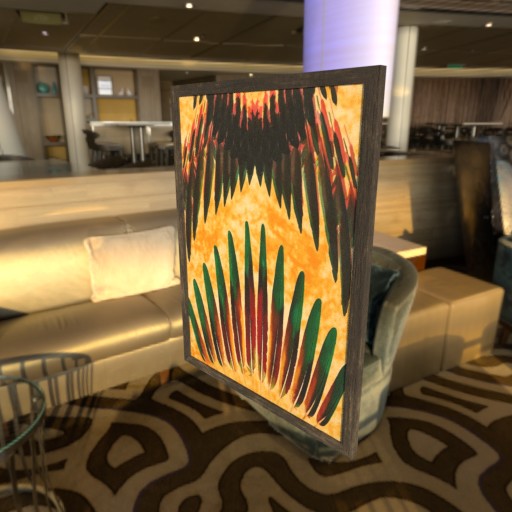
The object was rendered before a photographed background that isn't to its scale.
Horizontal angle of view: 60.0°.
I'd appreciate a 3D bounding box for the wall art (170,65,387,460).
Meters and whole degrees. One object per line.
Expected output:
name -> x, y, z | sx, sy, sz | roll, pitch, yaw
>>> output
wall art -> 0.000, 0.000, 1.425 | 0.812, 1.066, 0.029 | 16, 23, 42
